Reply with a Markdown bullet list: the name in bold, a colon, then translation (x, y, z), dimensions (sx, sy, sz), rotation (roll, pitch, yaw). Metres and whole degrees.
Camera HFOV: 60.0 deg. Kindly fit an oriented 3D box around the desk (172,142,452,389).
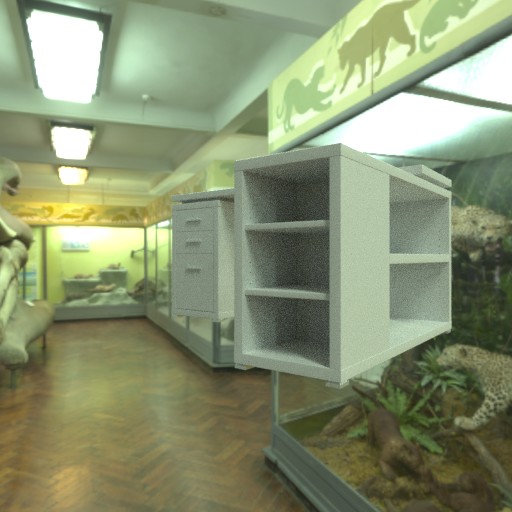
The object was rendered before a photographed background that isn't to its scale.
- **desk**: translation (0.000, 0.000, 2.186), dimensions (1.524, 0.753, 1.200), rotation (0, 0, 37)
